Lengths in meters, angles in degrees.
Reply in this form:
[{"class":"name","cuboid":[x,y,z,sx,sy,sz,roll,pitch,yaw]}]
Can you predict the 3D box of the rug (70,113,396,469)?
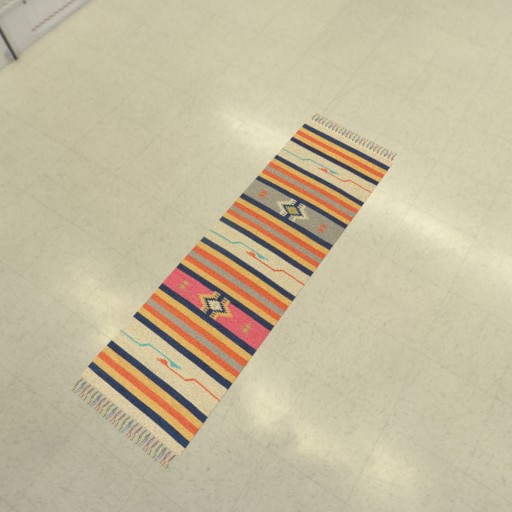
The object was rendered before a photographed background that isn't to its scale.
[{"class":"rug","cuboid":[0.000,0.000,2.729,0.695,0.017,2.455,33,67,16]}]
